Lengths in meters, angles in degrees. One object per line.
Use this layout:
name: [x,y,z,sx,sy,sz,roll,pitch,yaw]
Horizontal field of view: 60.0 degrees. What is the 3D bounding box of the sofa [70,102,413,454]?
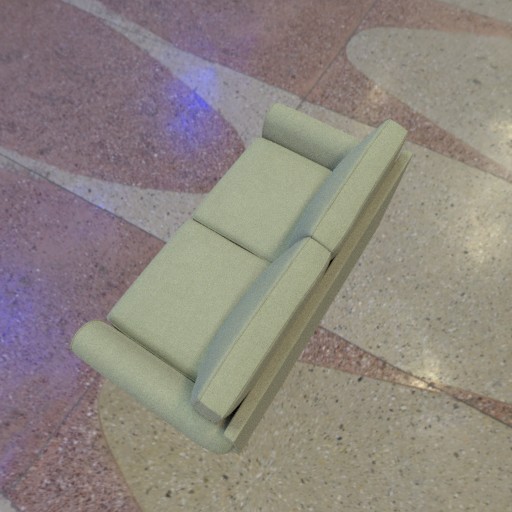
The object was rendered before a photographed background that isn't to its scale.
sofa: [0.000,0.000,2.281,0.861,0.933,1.774,30,67,14]
